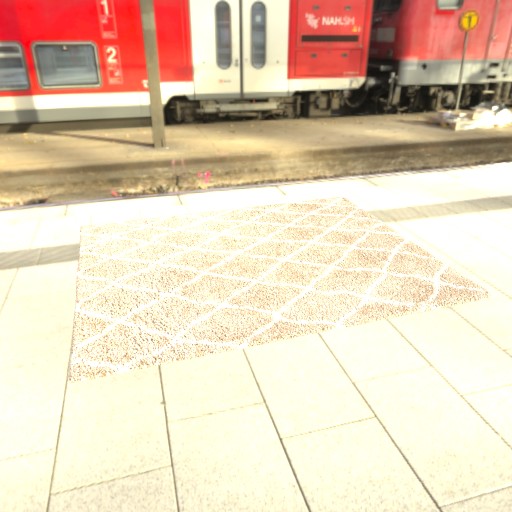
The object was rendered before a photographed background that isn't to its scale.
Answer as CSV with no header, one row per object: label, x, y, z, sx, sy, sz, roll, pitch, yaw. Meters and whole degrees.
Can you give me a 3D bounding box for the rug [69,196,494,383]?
rug,0.000,0.000,3.994,3.047,0.029,2.438,-8,28,-16
